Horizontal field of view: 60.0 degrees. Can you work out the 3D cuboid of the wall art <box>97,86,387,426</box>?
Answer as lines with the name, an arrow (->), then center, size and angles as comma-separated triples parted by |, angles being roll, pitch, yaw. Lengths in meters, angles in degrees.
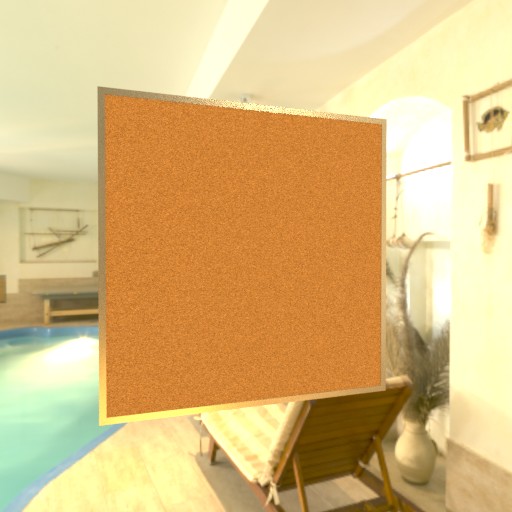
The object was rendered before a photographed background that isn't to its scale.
wall art -> 0.000, 0.000, 1.204 | 0.806, 0.806, 0.038 | 0, 1, -19
